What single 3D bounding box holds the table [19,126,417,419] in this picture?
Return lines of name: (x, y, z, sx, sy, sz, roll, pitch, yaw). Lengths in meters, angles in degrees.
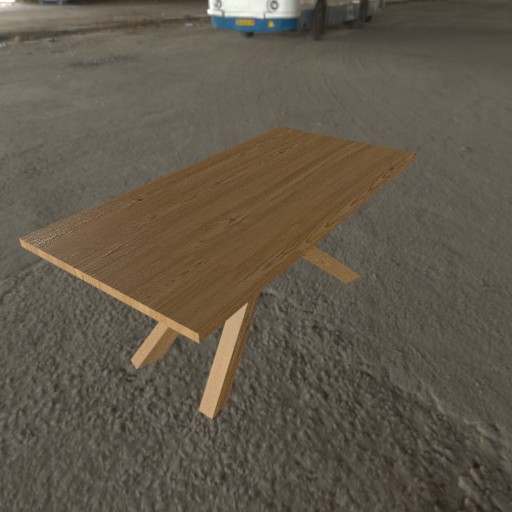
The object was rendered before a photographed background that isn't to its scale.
table: (0.000, 0.000, 2.260, 0.901, 0.750, 1.797, 21, 38, 29)
